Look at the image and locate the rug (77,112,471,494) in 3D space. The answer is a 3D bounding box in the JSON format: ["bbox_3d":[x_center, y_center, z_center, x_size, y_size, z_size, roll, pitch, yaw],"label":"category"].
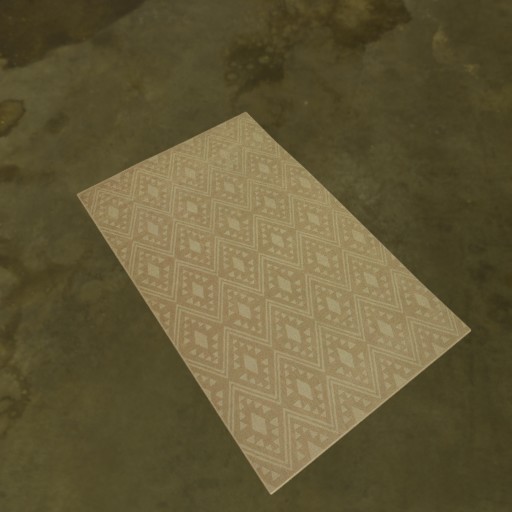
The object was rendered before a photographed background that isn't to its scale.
[{"bbox_3d":[0.000,0.000,3.022,1.553,0.053,2.430,-31,64,-18],"label":"rug"}]
